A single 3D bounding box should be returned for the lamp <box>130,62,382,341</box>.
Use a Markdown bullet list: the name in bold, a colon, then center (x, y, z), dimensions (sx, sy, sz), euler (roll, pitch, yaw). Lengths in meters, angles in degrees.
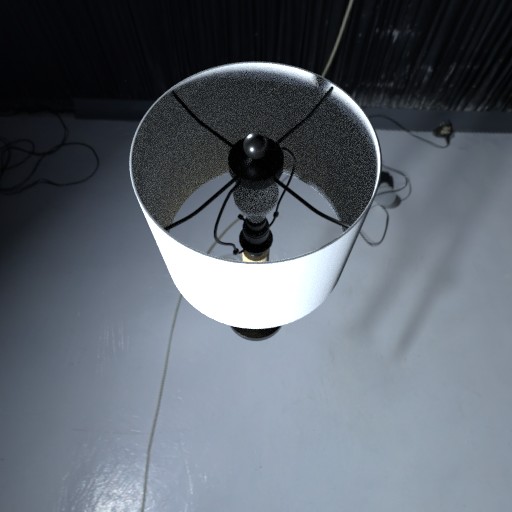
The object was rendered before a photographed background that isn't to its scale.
- **lamp**: center (0.000, 0.000, 0.804), dimensions (0.305, 0.640, 0.305), euler (1, 64, 0)
